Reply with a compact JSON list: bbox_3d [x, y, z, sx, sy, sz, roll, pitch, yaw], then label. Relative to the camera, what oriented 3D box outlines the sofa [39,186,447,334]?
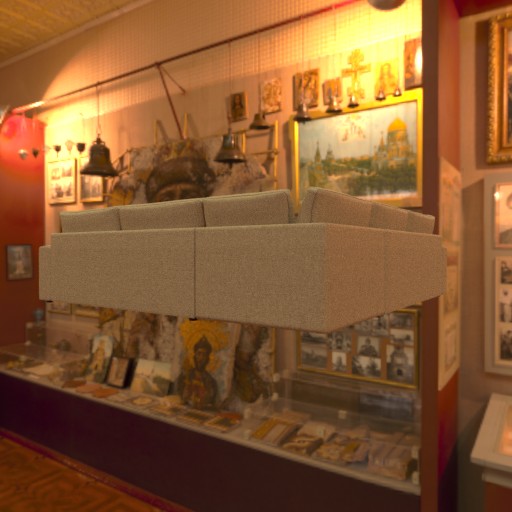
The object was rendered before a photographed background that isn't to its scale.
[{"bbox_3d":[0.000,0.000,4.090,2.742,0.800,2.622,1,1,36],"label":"sofa"}]
